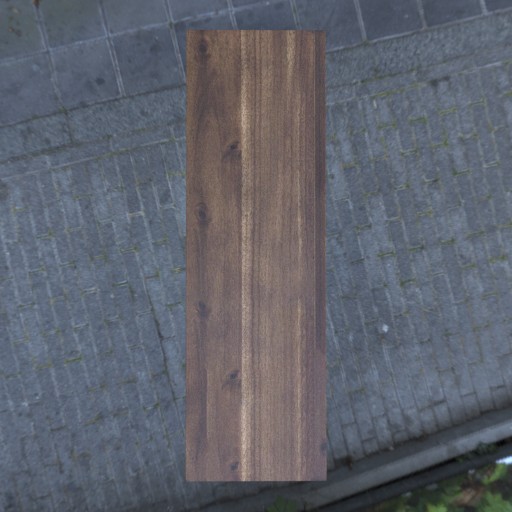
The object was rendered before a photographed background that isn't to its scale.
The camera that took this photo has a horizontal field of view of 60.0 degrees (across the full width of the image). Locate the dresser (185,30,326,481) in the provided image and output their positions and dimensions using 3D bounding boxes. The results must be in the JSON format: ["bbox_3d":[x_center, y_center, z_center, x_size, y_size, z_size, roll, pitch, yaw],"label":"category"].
[{"bbox_3d":[0.000,0.000,1.809,0.438,0.892,1.387,0,89,0],"label":"dresser"}]
